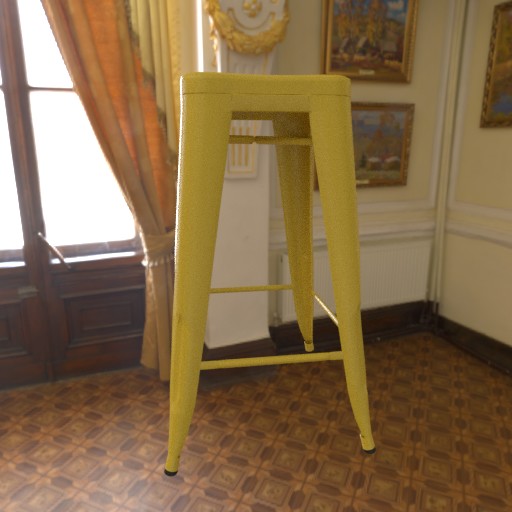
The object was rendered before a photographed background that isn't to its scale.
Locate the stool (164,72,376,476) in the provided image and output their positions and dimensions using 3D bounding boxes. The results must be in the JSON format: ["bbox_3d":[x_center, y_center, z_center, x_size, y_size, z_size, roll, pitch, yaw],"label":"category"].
[{"bbox_3d":[0.000,0.000,0.838,0.359,0.609,0.399,-2,15,-9],"label":"stool"}]
